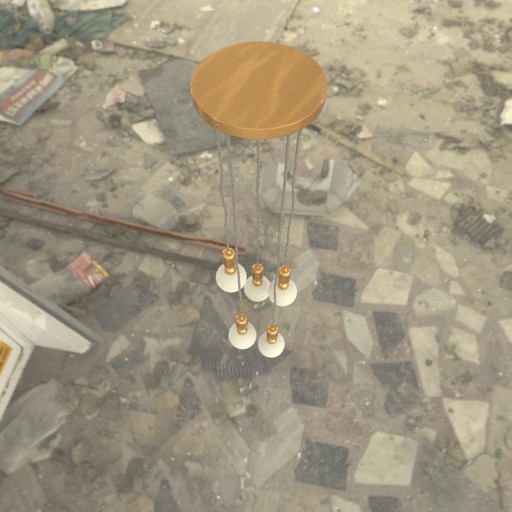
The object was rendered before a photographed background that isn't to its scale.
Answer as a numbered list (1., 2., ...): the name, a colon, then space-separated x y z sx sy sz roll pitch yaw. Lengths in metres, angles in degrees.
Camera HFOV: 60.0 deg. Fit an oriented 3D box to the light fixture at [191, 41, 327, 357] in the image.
1. light fixture: 0.000 0.000 0.505 0.108 0.457 0.105 32 63 18
